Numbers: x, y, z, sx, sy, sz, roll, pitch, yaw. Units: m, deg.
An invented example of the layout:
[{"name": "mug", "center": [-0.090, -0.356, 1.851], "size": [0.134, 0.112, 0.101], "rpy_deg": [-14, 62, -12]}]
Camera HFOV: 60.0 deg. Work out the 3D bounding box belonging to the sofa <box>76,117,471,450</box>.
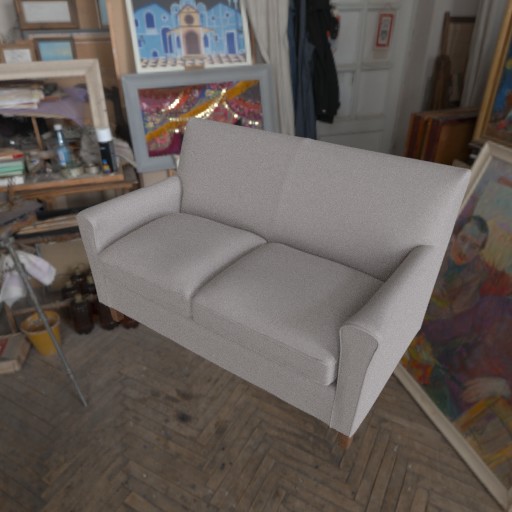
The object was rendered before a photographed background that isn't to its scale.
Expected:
[{"name": "sofa", "center": [0.000, 0.000, 2.037], "size": [1.482, 0.890, 0.888], "rpy_deg": [20, 36, 30]}]
